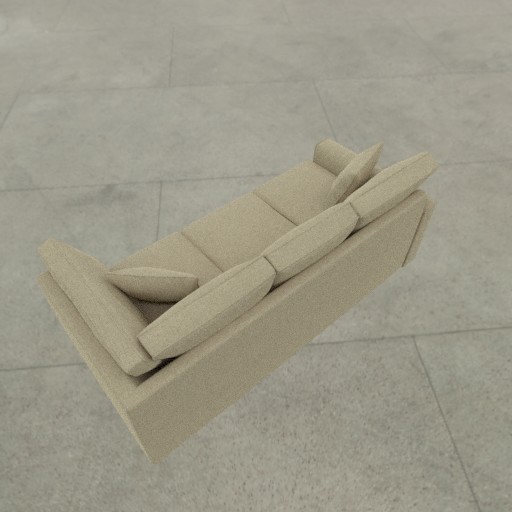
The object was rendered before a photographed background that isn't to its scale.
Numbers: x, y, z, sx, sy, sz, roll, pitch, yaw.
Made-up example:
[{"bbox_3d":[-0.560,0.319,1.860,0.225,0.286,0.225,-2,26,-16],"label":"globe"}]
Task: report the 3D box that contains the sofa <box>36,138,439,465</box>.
[{"bbox_3d":[0.000,0.000,2.823,2.317,0.962,1.061,-33,55,-26],"label":"sofa"}]
